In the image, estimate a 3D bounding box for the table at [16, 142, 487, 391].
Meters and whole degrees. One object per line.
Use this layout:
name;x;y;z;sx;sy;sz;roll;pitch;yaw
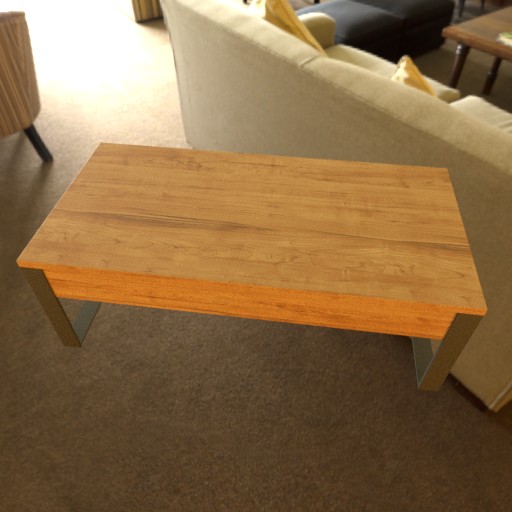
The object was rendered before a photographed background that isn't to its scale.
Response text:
table;0.000;0.000;1.444;1.180;0.400;0.590;6;46;5
